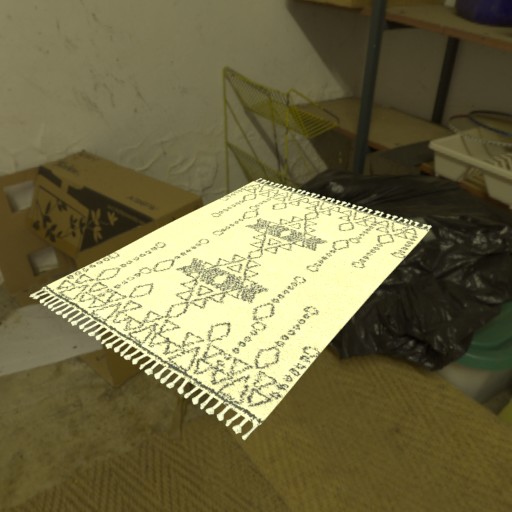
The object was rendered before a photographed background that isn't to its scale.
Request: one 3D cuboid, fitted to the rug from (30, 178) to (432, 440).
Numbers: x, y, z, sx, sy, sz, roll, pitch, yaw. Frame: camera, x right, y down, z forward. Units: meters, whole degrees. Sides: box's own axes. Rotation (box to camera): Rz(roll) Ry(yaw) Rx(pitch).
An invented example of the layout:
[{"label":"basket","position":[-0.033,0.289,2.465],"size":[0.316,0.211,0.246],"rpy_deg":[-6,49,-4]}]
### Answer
[{"label":"rug","position":[0.000,0.000,3.885],"size":[2.125,0.028,3.027],"rpy_deg":[21,37,31]}]
